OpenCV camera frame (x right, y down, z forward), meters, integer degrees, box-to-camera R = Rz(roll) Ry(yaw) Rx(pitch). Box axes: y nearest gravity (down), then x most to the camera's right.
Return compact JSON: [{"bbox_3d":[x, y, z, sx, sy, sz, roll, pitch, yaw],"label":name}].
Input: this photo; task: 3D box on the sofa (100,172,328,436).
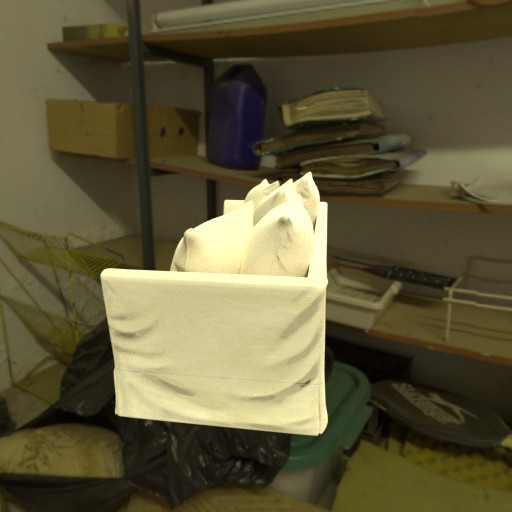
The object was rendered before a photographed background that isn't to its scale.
[{"bbox_3d":[0.000,0.000,3.087,1.030,1.042,2.484,2,15,9],"label":"sofa"}]
